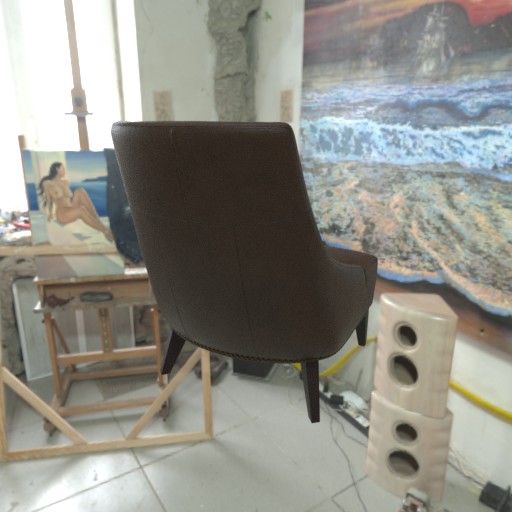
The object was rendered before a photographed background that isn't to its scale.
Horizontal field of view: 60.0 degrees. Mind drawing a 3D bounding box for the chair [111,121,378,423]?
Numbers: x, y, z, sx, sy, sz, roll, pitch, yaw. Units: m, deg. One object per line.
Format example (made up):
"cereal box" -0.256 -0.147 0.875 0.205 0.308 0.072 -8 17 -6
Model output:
"chair" 0.000 0.000 1.550 0.701 0.909 0.861 9 19 26
